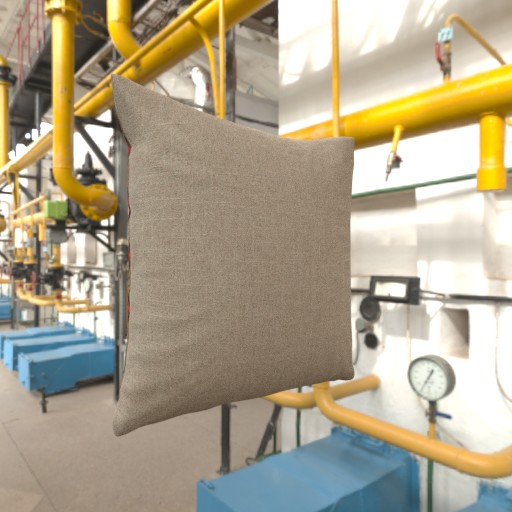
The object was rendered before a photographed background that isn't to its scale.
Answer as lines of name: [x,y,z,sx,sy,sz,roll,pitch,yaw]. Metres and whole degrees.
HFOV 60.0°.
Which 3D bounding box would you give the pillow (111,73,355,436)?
pillow: [0.000,0.000,0.777,0.513,0.511,0.158,0,-1,-38]
